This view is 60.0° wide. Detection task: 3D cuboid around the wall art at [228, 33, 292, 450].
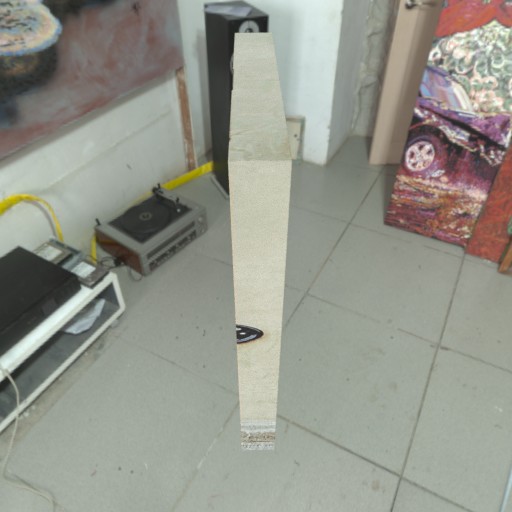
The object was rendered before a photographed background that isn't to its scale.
[{"bbox_3d":[0.000,0.000,0.483,0.038,0.381,0.254,-1,42,-1],"label":"wall art"}]
